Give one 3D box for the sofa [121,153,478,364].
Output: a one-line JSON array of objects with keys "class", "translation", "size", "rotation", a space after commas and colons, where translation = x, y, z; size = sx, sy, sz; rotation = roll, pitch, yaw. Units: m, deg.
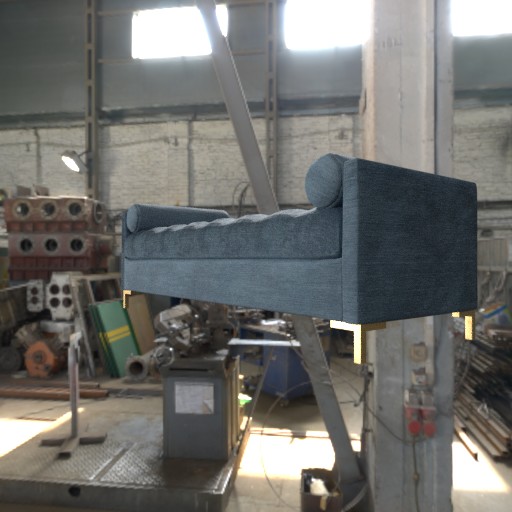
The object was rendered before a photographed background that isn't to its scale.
[{"class": "sofa", "translation": [0.000, 0.000, 2.448], "size": [0.796, 0.705, 2.102], "rotation": [0, -1, -37]}]
